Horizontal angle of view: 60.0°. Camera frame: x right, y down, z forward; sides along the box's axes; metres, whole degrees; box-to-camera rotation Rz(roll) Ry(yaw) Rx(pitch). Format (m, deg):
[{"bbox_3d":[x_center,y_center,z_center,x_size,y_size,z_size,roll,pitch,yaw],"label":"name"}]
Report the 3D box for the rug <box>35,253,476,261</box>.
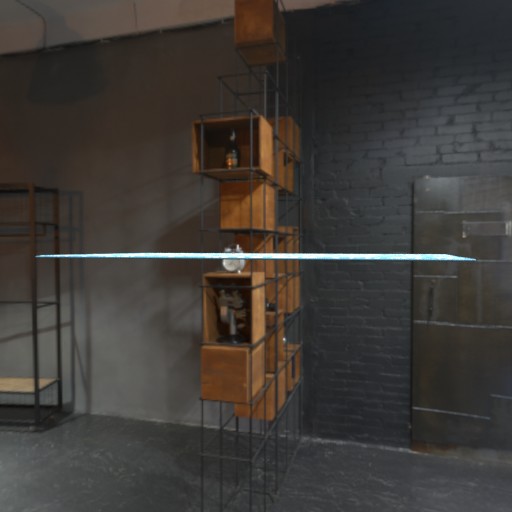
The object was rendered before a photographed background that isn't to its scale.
[{"bbox_3d":[0.000,0.000,1.448,1.219,0.007,0.604,0,1,18],"label":"rug"}]
